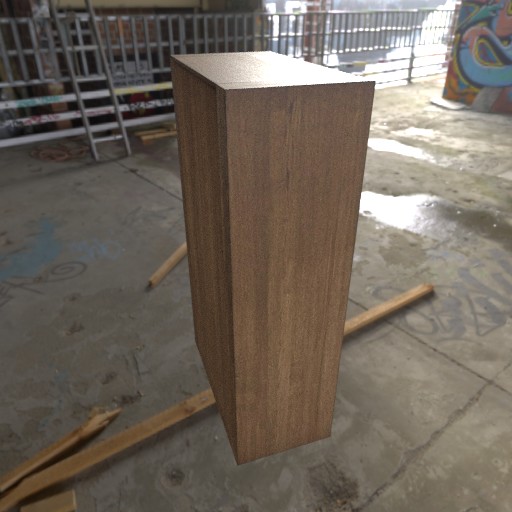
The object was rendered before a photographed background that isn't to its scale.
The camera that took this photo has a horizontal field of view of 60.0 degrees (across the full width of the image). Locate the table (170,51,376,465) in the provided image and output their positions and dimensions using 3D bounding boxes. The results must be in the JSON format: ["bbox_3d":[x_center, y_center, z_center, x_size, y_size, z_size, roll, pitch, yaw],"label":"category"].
[{"bbox_3d":[0.000,0.000,2.512,0.600,2.000,1.100,-10,32,-16],"label":"table"}]
